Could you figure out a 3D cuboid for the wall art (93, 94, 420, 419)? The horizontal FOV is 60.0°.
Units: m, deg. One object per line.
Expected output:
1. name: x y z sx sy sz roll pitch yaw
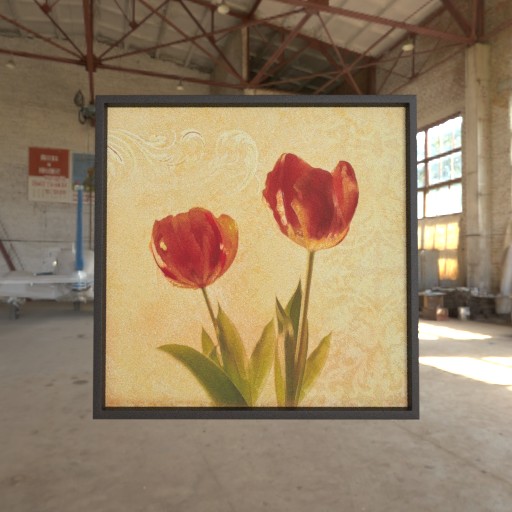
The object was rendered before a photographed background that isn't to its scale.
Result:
1. wall art: 0.000 0.000 1.120 0.805 0.807 0.043 0 -1 0
